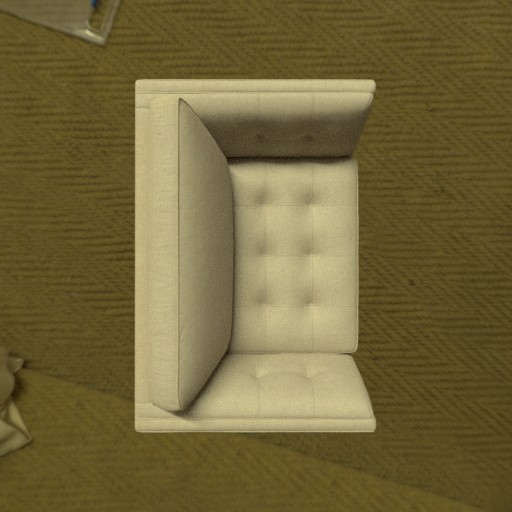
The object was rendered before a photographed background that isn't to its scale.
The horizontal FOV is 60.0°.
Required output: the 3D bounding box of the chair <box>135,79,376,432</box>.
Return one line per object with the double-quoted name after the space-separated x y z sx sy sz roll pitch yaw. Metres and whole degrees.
0.000 0.000 2.043 0.965 0.940 1.397 0 90 -1 "chair"
